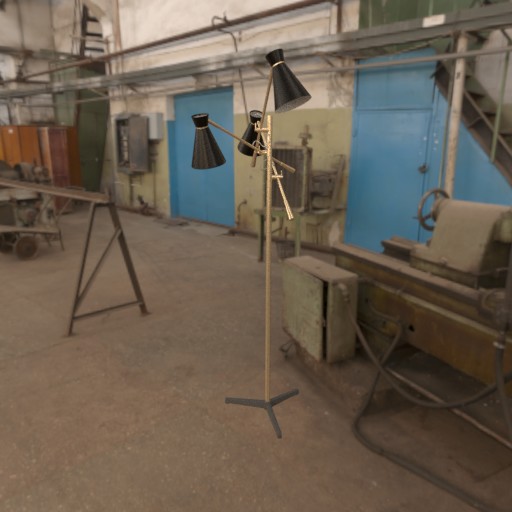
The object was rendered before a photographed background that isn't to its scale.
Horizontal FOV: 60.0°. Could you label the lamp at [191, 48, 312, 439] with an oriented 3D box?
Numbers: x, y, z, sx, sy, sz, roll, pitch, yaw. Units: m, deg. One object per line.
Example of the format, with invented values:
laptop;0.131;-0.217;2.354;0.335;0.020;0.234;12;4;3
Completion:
lamp;0.000;0.000;2.203;0.653;1.804;0.750;-13;20;-41
